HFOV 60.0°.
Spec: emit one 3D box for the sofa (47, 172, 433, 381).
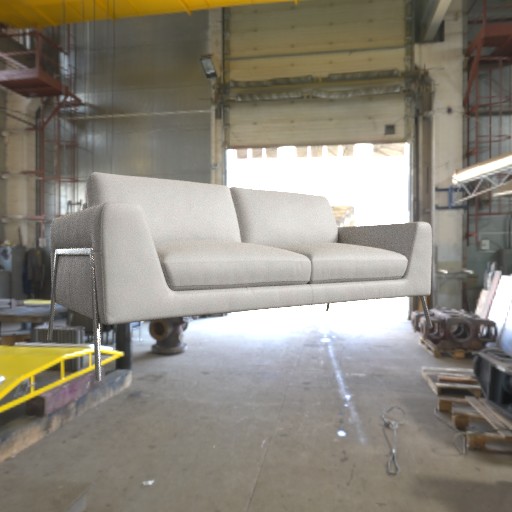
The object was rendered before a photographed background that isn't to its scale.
[{"bbox_3d":[0.000,0.000,2.518,2.017,0.875,0.953,0,0,-35],"label":"sofa"}]
